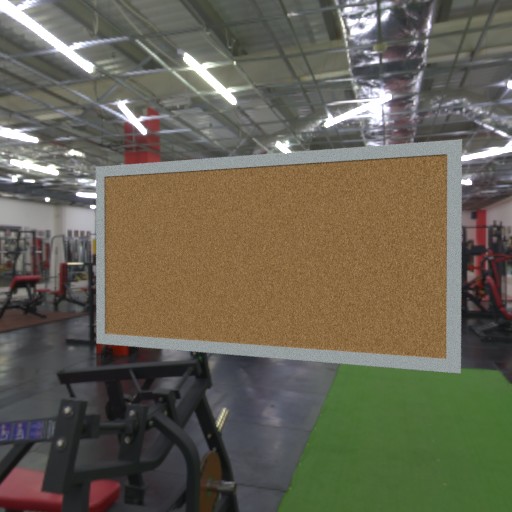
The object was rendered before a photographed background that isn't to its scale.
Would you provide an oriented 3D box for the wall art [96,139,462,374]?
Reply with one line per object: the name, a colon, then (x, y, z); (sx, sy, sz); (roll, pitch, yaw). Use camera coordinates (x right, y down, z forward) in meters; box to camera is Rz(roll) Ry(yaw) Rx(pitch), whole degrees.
wall art: (0.000, 0.000, 0.965); (0.812, 0.431, 0.038); (0, 1, 19)
